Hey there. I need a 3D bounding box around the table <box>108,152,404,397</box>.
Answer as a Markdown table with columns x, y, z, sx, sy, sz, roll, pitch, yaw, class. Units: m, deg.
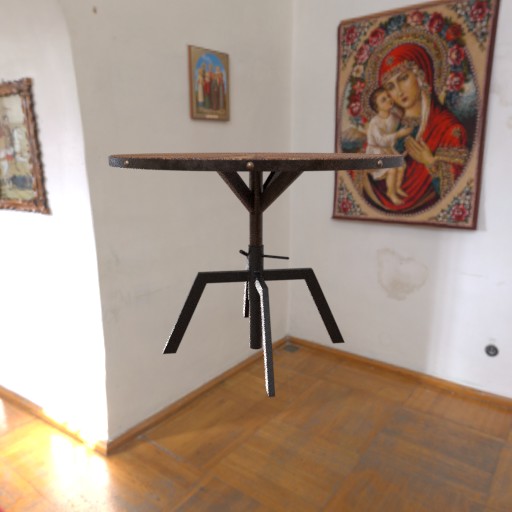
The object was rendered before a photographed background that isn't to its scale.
| x | y | z | sx | sy | sz | roll | pitch | yaw | class |
| --- | --- | --- | --- | --- | --- | --- | --- | --- | --- |
| 0.000 | 0.000 | 1.475 | 0.885 | 0.658 | 0.885 | 0 | 14 | 0 | table |
